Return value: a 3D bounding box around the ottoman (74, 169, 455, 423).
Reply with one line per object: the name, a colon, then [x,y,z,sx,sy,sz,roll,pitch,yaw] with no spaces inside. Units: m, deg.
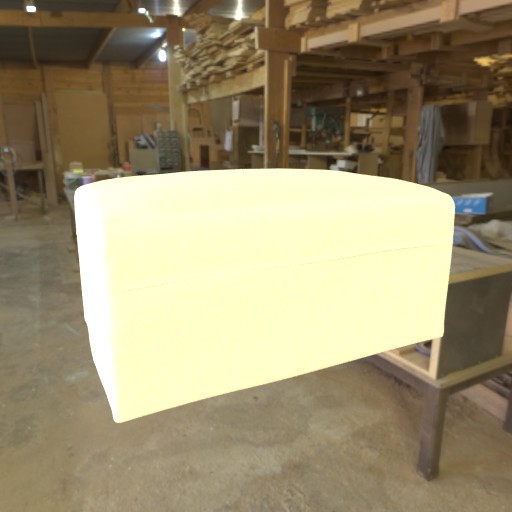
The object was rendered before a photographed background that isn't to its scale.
ottoman: [0.000,0.000,1.194,0.872,0.444,0.590,-7,17,-25]
